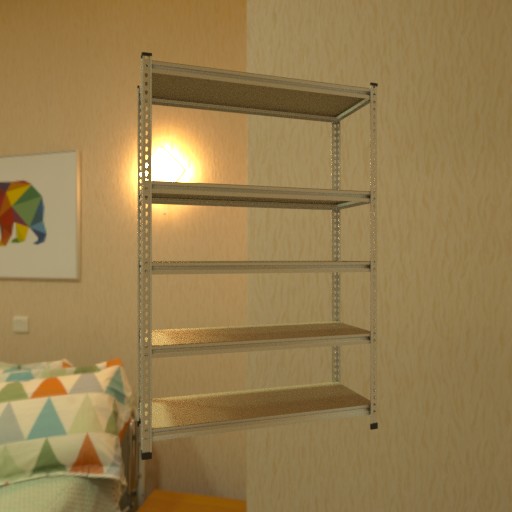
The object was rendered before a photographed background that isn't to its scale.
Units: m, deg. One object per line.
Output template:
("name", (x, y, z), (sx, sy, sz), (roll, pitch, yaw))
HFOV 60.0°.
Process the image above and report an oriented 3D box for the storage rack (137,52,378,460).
("storage rack", (0.000, 0.000, 2.383), (1.219, 1.829, 0.457), (0, 0, -17))
